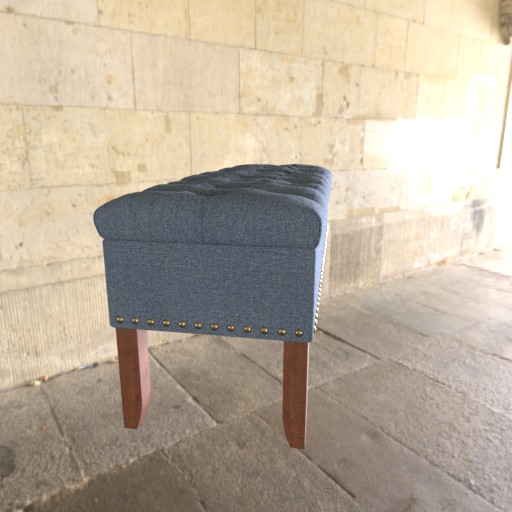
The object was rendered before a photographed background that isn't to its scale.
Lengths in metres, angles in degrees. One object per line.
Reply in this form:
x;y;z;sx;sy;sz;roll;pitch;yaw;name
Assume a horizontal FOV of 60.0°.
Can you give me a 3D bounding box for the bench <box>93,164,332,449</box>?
0.000;0.000;1.306;0.417;0.492;1.052;3;15;10;bench
